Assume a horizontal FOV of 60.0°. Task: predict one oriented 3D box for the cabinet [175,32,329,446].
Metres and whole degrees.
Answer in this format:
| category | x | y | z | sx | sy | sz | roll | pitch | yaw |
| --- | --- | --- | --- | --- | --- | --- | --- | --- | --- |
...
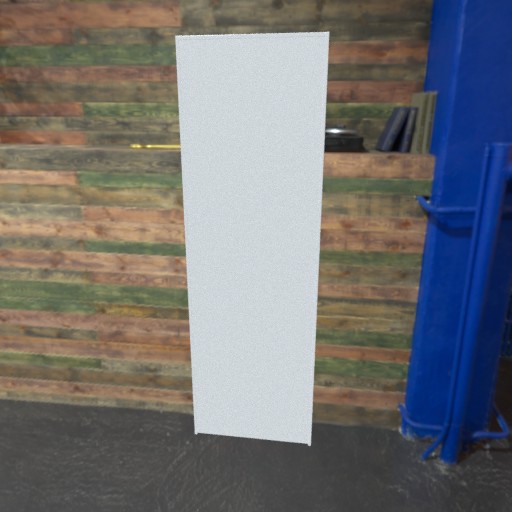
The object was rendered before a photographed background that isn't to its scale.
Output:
| category | x | y | z | sx | sy | sz | roll | pitch | yaw |
| --- | --- | --- | --- | --- | --- | --- | --- | --- | --- |
| cabinet | 0.000 | 0.000 | 1.841 | 0.520 | 1.630 | 0.255 | 3 | 18 | 8 |
